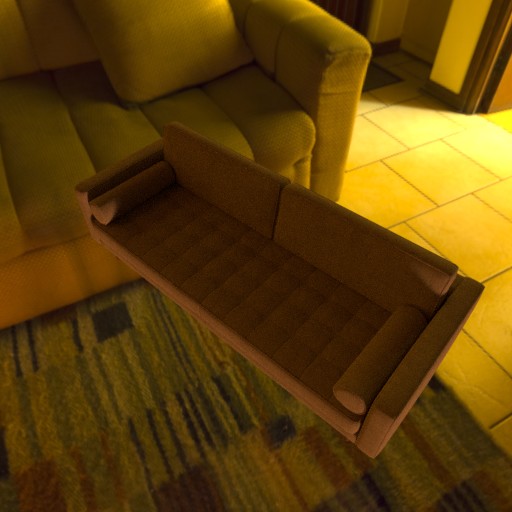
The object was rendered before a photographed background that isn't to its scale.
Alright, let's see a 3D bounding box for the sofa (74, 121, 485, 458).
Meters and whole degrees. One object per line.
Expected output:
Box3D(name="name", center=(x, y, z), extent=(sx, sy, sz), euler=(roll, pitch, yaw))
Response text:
Box3D(name="sofa", center=(0.000, 0.000, 2.538), extent=(2.200, 0.770, 0.919), euler=(33, 55, 27))
